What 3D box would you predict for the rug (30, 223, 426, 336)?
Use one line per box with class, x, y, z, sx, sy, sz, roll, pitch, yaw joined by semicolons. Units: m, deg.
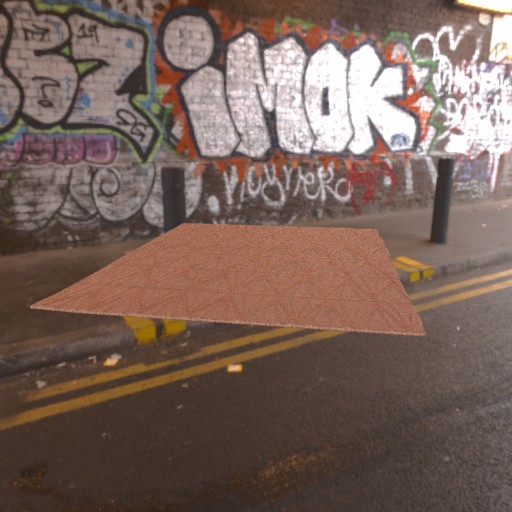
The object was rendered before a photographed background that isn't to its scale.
rug;0.000;0.000;4.106;2.453;0.043;3.052;2;15;9
